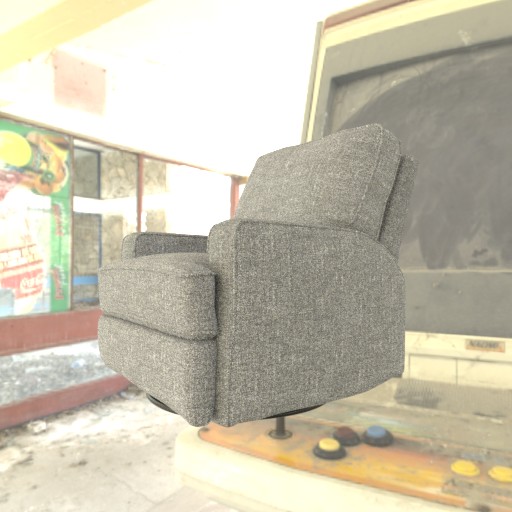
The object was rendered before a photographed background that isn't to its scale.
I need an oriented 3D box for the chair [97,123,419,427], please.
[{"bbox_3d":[0.000,0.000,1.650,0.964,0.962,0.861,0,-1,-36],"label":"chair"}]
